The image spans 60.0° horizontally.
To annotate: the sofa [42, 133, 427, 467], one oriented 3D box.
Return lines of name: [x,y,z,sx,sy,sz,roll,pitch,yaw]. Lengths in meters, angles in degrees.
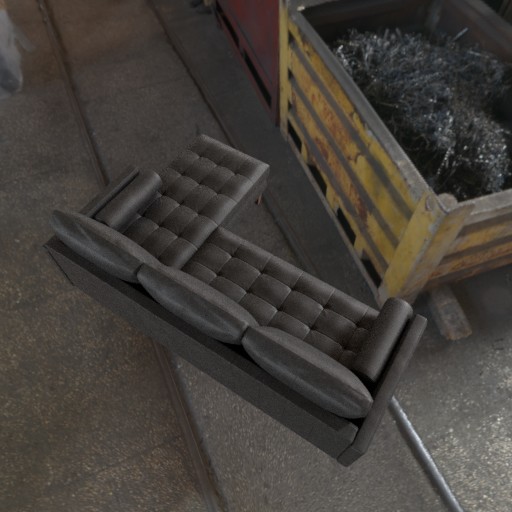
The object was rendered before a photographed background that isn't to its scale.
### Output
sofa: [0.000,0.000,2.859,2.178,0.876,1.497,29,62,17]
